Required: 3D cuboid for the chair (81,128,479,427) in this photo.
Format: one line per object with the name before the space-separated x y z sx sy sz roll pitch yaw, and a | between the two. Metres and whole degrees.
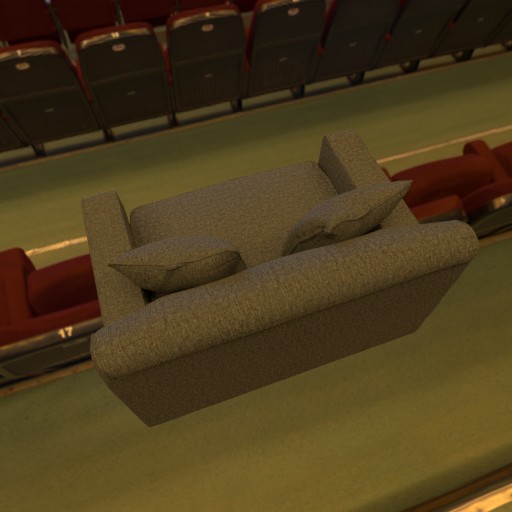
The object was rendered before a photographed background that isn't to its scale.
chair | 0.000 0.000 2.034 1.383 0.948 1.000 -17 59 -10
